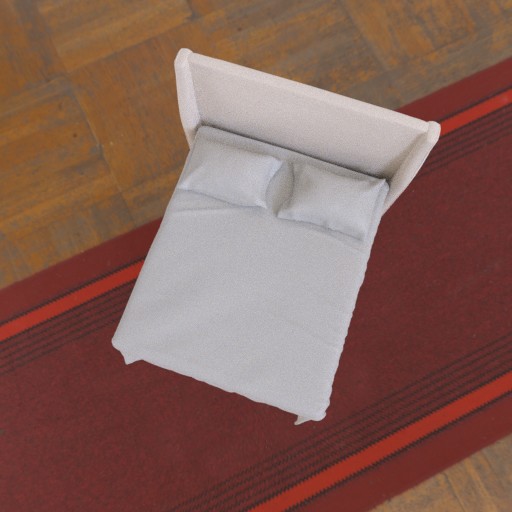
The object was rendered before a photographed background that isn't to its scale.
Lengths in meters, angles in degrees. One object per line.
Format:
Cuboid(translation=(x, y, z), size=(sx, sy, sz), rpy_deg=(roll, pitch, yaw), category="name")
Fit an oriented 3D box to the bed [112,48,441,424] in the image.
Cuboid(translation=(0.000, 0.000, 3.449), size=(1.925, 1.332, 2.276), rpy_deg=(18, 77, 4), category="bed")
